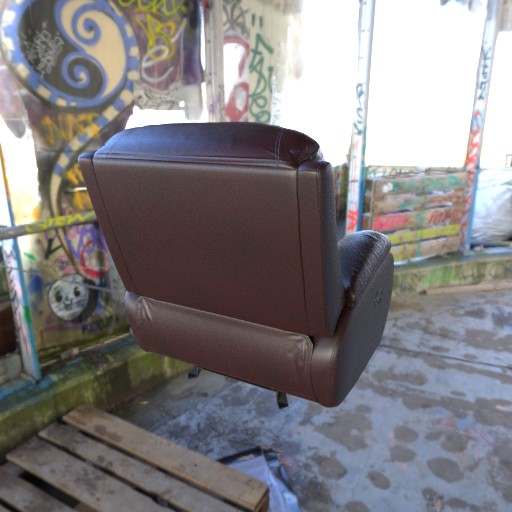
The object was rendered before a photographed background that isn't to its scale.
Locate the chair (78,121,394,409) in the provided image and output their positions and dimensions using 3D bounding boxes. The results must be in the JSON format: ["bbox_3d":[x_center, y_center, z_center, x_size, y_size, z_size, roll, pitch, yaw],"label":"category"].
[{"bbox_3d":[0.000,0.000,1.746,0.930,1.011,0.899,9,19,28],"label":"chair"}]
